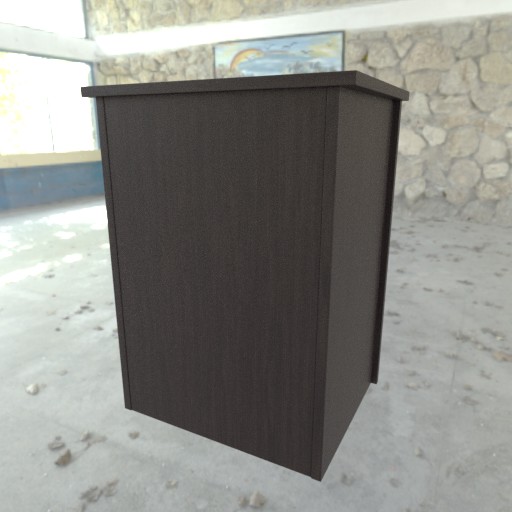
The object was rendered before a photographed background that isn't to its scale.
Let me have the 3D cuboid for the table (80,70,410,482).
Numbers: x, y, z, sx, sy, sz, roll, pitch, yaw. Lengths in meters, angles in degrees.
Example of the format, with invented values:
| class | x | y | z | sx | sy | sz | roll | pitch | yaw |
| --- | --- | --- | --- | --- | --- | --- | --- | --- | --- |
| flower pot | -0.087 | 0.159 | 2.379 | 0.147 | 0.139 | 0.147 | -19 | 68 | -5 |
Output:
| class | x | y | z | sx | sy | sz | roll | pitch | yaw |
| --- | --- | --- | --- | --- | --- | --- | --- | --- | --- |
| table | 0.000 | 0.000 | 0.900 | 0.480 | 0.635 | 0.381 | 8 | 18 | 27 |
